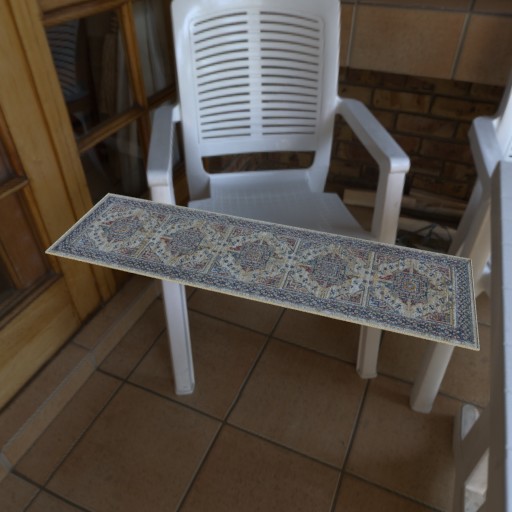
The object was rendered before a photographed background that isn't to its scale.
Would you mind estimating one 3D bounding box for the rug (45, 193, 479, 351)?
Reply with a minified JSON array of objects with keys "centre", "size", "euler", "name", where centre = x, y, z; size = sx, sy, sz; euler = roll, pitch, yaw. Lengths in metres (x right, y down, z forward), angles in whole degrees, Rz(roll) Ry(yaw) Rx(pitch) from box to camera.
[{"centre":[0.000,0.000,2.485],"size":[2.297,0.013,0.661],"euler":[11,41,13],"name":"rug"}]
